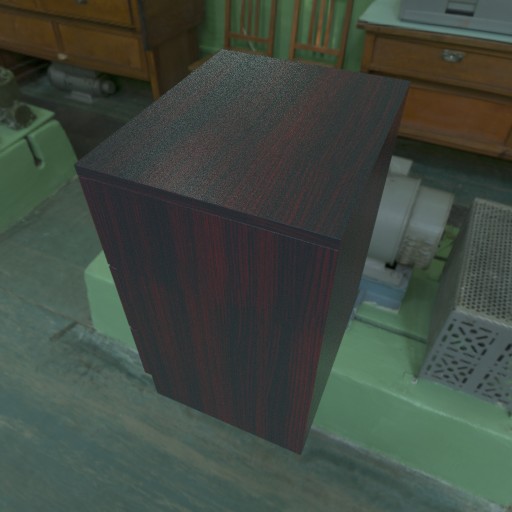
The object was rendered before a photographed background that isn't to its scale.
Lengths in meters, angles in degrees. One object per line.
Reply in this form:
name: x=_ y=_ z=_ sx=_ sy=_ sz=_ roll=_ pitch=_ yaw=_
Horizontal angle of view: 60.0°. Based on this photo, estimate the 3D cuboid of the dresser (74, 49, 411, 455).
dresser: x=0.000 y=0.000 z=0.821 sx=0.360 sy=0.560 sz=0.400 roll=17 pitch=48 yaw=16
